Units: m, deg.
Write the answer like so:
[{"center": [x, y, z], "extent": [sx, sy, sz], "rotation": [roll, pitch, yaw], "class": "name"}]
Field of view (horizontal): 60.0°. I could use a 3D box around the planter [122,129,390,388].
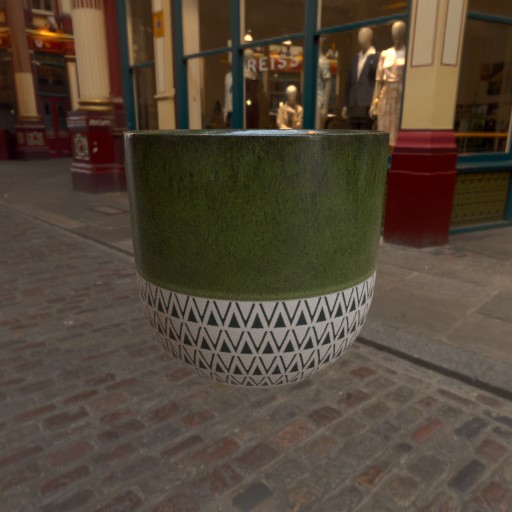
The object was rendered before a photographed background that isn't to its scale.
[{"center": [0.000, 0.000, 0.496], "extent": [0.266, 0.270, 0.266], "rotation": [0, 17, 0], "class": "planter"}]
